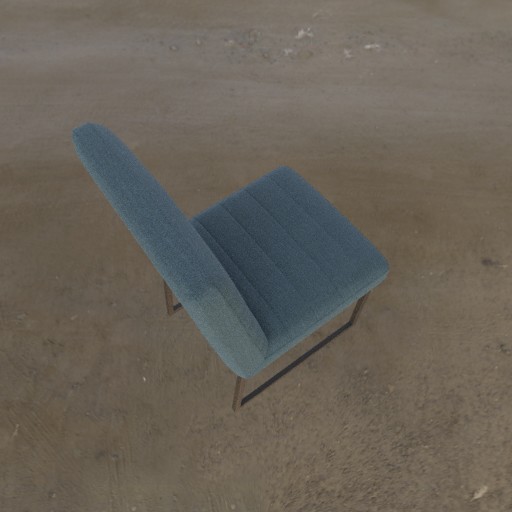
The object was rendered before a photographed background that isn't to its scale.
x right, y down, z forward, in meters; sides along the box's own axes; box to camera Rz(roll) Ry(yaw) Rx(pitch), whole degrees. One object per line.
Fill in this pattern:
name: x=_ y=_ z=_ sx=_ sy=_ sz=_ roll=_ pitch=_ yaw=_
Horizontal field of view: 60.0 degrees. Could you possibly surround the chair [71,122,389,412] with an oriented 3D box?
chair: x=0.000 y=0.000 z=1.300 sx=0.634 sy=0.930 sz=0.520 roll=-31 pitch=63 yaw=-18
